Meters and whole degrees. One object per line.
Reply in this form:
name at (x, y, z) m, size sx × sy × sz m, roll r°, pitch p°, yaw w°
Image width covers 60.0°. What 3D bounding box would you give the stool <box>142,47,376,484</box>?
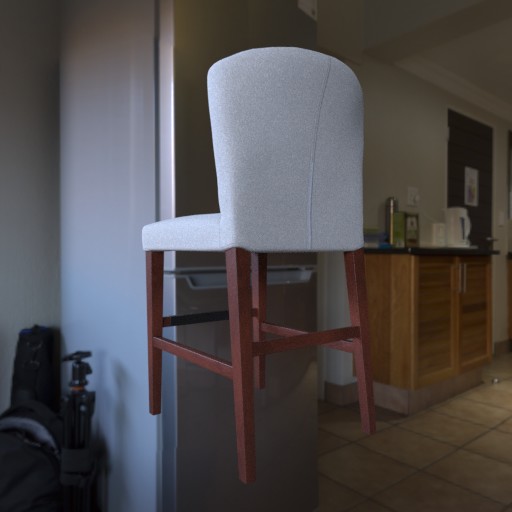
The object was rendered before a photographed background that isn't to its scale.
stool at (0.000, 0.000, 1.277) m, size 0.479 × 0.968 × 0.568 m, roll -1°, pitch 1°, yaw -37°
